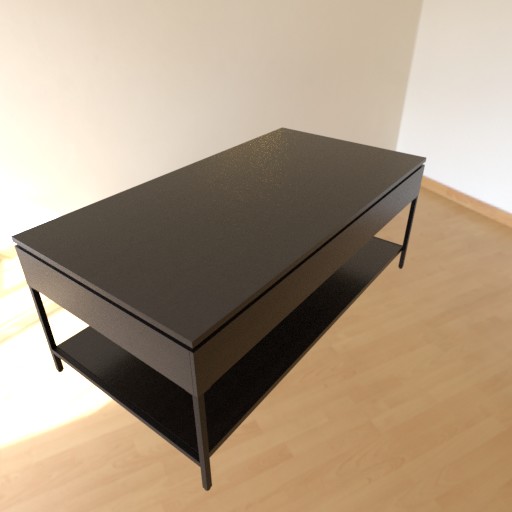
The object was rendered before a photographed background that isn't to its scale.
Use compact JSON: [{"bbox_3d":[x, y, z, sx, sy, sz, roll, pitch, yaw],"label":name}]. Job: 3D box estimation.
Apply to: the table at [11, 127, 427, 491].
[{"bbox_3d":[0.000,0.000,1.349,0.574,0.435,1.095,22,38,31],"label":"table"}]
